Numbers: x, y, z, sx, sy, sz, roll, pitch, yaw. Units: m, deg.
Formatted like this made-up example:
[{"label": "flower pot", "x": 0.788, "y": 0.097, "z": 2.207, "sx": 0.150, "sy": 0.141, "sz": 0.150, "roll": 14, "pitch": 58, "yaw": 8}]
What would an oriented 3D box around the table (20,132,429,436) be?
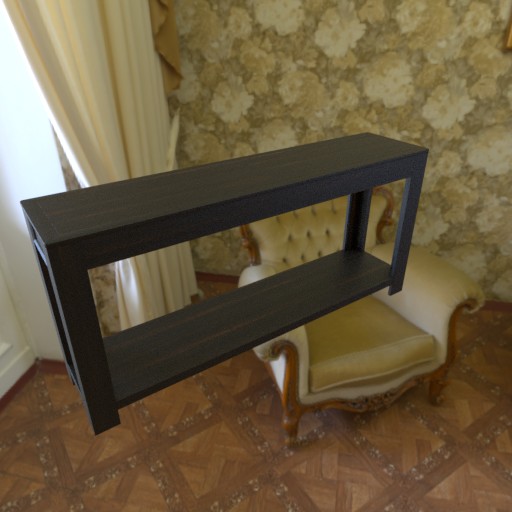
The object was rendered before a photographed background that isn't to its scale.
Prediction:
[{"label": "table", "x": 0.000, "y": 0.000, "z": 1.909, "sx": 1.631, "sy": 0.762, "sz": 0.384, "roll": -18, "pitch": 34, "yaw": -30}]
